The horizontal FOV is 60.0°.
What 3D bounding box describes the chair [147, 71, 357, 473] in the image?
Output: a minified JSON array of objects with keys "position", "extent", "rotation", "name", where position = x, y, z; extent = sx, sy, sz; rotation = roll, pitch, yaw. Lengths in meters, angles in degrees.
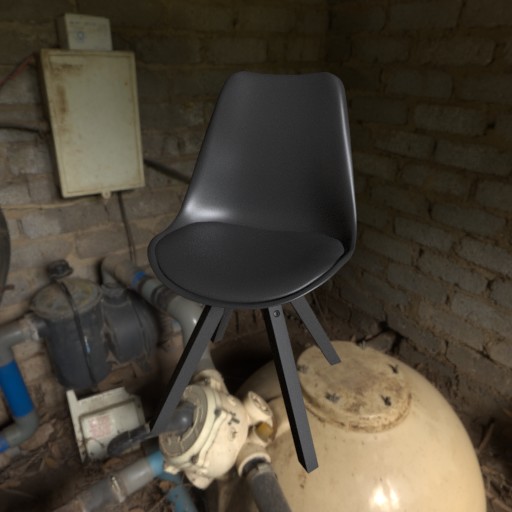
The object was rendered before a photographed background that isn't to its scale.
[{"position":[0.000,0.000,1.129],"extent":[0.485,0.850,0.530],"rotation":[7,26,15],"name":"chair"}]
